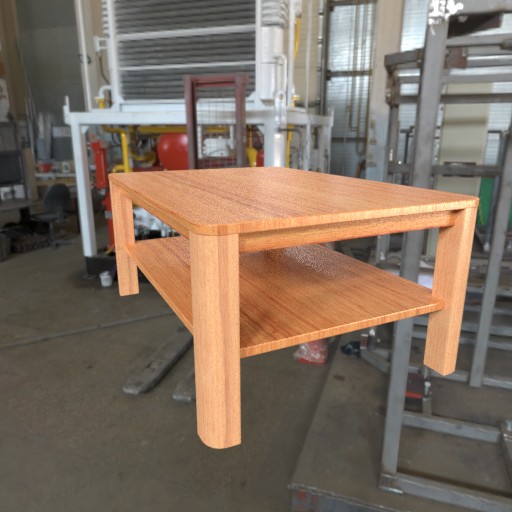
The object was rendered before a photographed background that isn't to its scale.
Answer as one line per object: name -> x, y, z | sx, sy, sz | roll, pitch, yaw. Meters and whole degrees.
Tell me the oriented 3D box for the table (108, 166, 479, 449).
table -> 0.000, 0.000, 1.361 | 0.696, 0.445, 0.997 | -8, 18, -25
